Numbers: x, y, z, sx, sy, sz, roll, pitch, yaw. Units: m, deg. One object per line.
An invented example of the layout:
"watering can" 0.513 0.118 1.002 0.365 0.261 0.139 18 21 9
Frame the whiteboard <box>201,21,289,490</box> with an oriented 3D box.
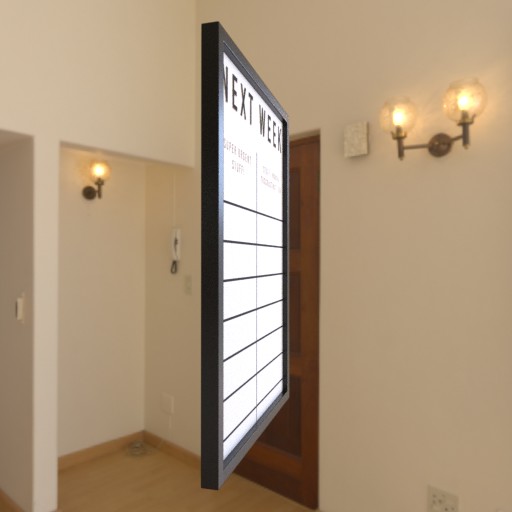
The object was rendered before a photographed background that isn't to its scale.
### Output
"whiteboard" 0.000 0.000 0.771 0.026 0.611 0.406 0 0 17
